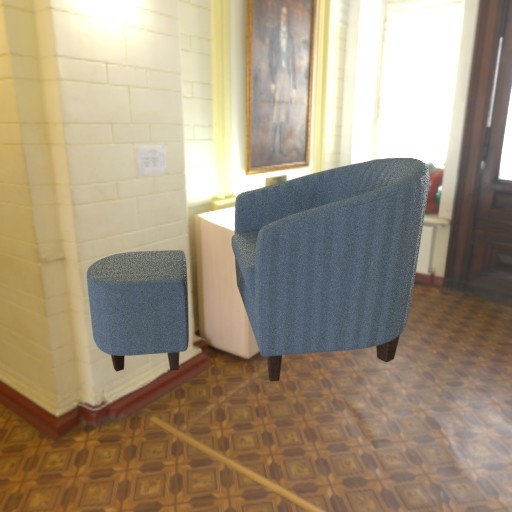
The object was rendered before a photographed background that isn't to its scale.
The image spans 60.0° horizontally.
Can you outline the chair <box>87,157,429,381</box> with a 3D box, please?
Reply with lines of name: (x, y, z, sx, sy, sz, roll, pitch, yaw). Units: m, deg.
chair: (0.000, 0.000, 1.764, 1.288, 0.757, 0.756, -2, 16, -8)
